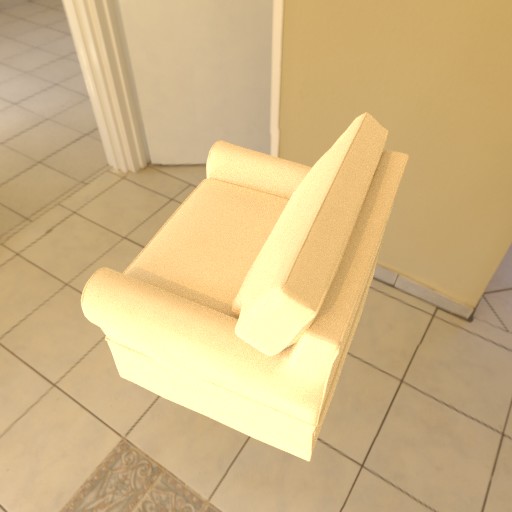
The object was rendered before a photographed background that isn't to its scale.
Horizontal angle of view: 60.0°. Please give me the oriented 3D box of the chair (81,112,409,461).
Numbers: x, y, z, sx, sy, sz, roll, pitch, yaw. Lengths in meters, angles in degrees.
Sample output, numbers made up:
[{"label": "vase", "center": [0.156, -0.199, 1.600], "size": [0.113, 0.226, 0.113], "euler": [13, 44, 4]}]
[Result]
[{"label": "chair", "center": [0.000, 0.000, 1.795], "size": [0.904, 0.958, 1.099], "euler": [18, 49, 16]}]
